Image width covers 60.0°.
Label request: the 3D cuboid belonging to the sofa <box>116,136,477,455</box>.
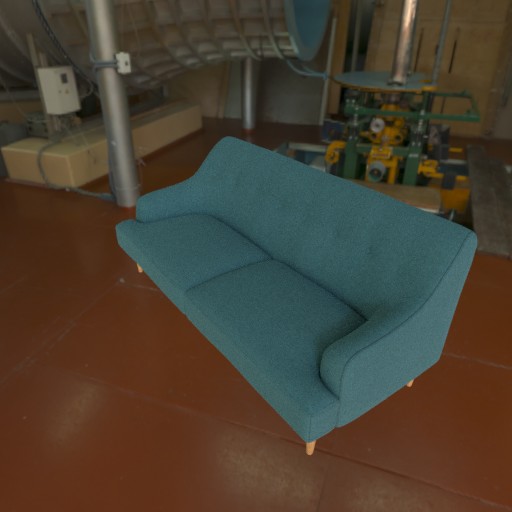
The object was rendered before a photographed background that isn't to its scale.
[{"bbox_3d":[0.000,0.000,2.567,0.978,0.871,2.057,-20,35,-30],"label":"sofa"}]
